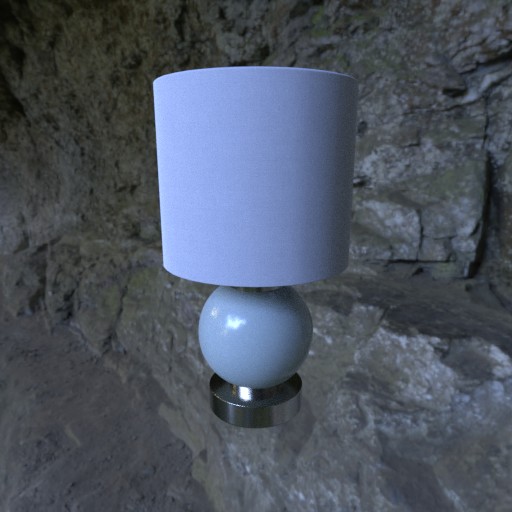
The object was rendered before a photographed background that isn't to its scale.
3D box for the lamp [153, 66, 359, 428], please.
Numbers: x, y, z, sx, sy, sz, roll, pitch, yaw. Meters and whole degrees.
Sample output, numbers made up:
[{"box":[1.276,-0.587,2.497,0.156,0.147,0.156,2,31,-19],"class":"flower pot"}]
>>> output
[{"box":[0.000,0.000,0.484,0.201,0.353,0.201,-2,14,-10],"class":"lamp"}]
